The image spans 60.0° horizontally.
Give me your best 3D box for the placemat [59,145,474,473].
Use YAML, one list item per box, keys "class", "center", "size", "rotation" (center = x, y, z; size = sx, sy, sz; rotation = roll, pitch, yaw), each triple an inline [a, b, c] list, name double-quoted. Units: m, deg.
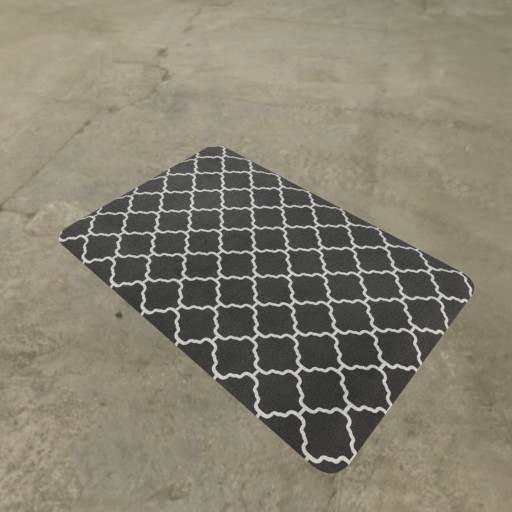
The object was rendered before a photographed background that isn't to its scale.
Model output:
- class: "placemat"
  center: [0.000, 0.000, 0.934]
  size: [0.762, 0.021, 0.508]
  rotation: [33, 55, 27]
